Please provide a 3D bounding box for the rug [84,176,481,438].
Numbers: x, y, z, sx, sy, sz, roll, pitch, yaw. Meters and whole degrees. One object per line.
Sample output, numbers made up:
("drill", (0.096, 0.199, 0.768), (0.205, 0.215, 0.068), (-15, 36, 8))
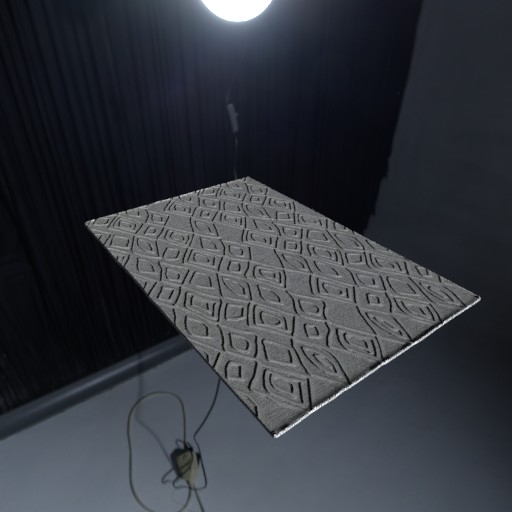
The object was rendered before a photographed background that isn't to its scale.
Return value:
("rug", (0.000, 0.000, 2.344), (1.224, 0.016, 1.832), (-22, 38, -30))
